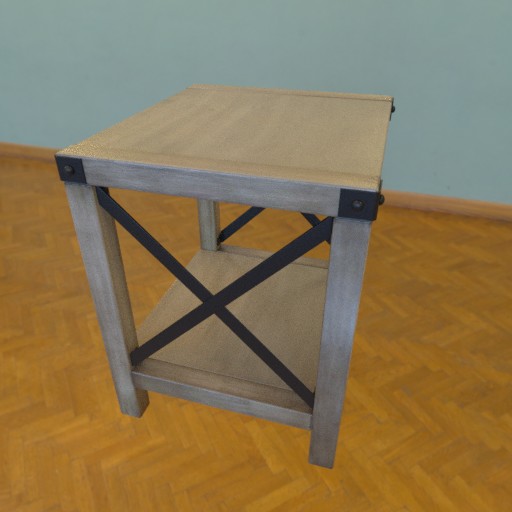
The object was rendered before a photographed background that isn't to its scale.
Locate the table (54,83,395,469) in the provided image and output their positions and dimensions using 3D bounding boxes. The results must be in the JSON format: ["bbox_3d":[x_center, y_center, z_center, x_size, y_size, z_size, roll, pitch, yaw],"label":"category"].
[{"bbox_3d":[0.000,0.000,0.914,0.459,0.561,0.510,9,33,14],"label":"table"}]
